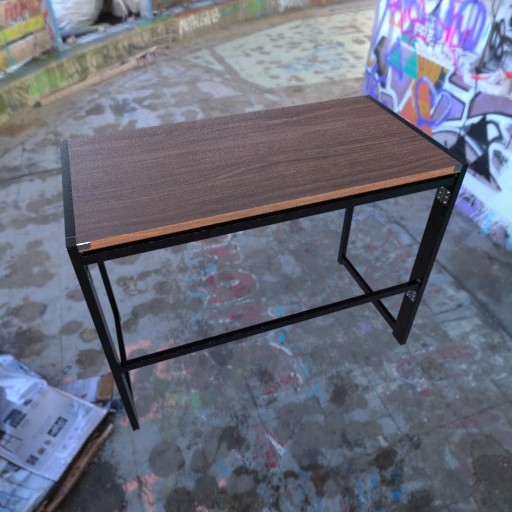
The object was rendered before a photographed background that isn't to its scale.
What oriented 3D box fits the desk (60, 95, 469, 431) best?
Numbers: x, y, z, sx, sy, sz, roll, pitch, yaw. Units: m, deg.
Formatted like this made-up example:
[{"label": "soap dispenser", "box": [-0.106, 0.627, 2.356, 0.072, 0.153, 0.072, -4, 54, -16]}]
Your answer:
[{"label": "desk", "box": [0.000, 0.000, 1.466, 1.016, 0.762, 0.508, -13, 43, -15]}]
